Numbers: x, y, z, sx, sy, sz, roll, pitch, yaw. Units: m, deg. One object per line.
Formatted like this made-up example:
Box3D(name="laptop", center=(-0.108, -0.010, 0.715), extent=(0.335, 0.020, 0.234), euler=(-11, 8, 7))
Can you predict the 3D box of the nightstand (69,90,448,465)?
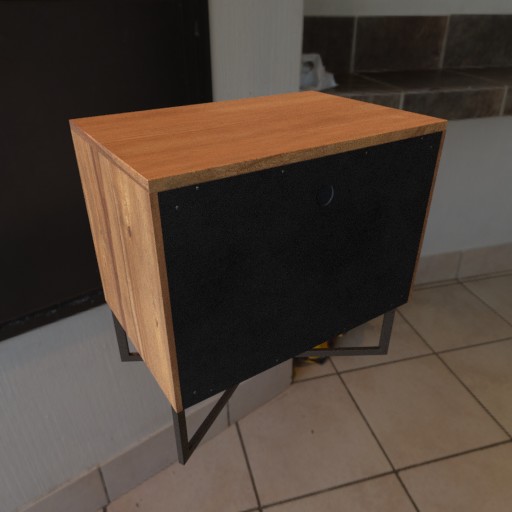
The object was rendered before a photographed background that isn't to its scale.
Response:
Box3D(name="nightstand", center=(0.000, 0.000, 1.019), extent=(0.613, 0.615, 0.427), euler=(-18, 34, -29))
